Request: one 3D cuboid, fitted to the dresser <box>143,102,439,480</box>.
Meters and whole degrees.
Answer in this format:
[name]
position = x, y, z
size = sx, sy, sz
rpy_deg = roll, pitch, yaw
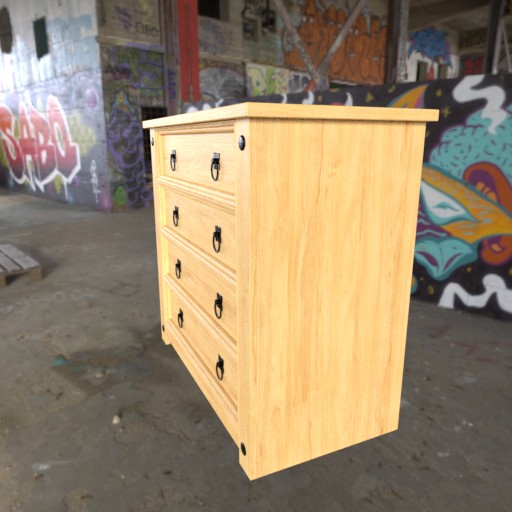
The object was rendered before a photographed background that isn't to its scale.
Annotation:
[dresser]
position = 0.000, 0.000, 1.217
size = 0.410, 0.730, 0.800
rpy_deg = -7, 16, -24
